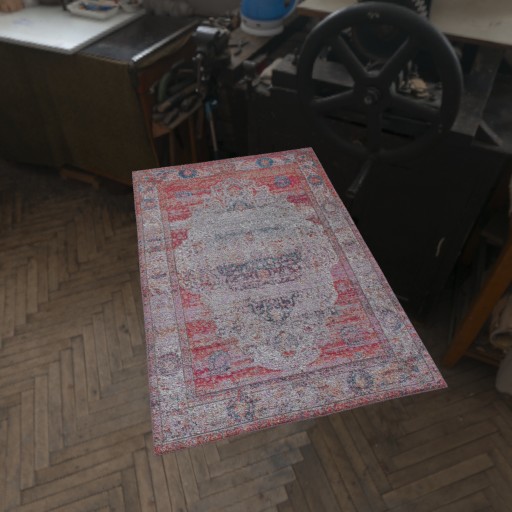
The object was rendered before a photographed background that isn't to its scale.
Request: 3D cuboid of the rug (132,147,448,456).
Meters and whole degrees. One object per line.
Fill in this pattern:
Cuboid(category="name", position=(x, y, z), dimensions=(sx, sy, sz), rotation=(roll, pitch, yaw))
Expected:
Cuboid(category="rug", position=(0.000, 0.000, 2.366), dimensions=(1.219, 0.006, 1.829), rotation=(-10, 48, -9))
